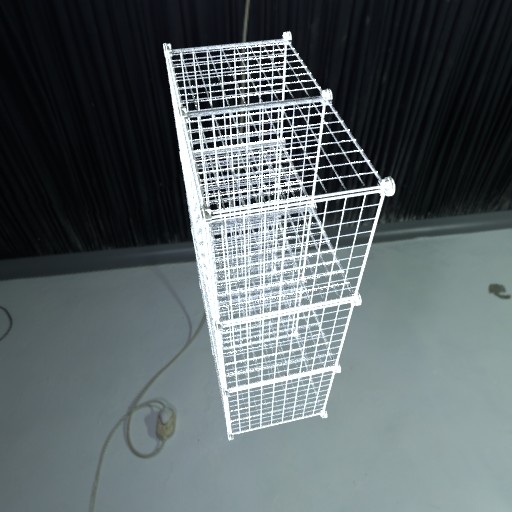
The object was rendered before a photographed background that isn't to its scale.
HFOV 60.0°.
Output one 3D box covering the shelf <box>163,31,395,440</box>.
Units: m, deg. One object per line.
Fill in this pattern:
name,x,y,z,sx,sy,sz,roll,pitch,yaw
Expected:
shelf,0.000,0.000,1.399,0.356,1.067,0.711,-10,49,-9
